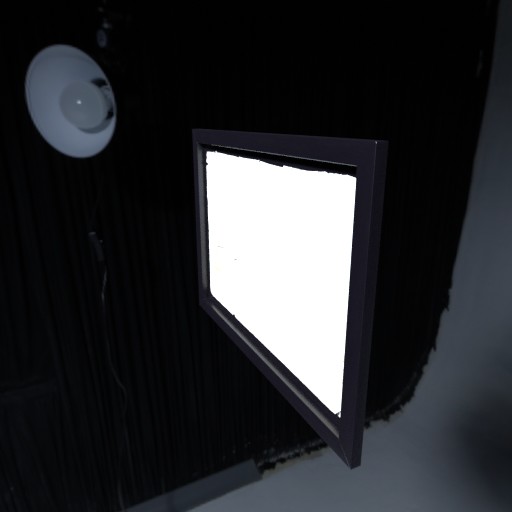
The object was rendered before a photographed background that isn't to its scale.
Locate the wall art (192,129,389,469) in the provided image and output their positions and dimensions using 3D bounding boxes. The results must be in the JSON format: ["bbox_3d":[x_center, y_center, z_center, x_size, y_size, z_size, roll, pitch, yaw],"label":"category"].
[{"bbox_3d":[0.000,0.000,0.572,0.013,0.306,0.440,-8,19,-25],"label":"wall art"}]
